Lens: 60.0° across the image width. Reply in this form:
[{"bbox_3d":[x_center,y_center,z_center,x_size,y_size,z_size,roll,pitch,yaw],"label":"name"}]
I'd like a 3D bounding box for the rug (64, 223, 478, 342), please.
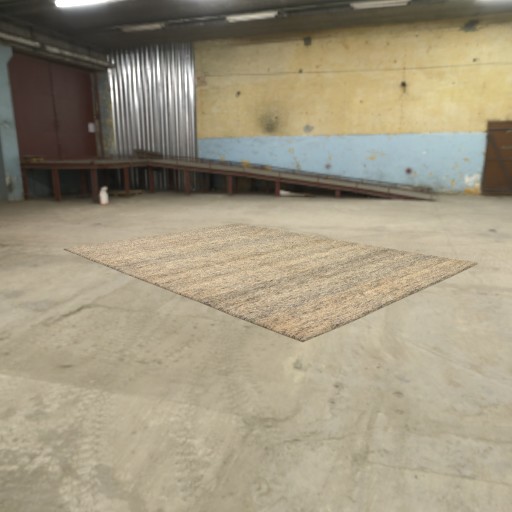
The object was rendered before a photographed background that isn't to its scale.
[{"bbox_3d":[0.000,0.000,4.253,2.414,0.036,3.199,-12,18,-43],"label":"rug"}]
